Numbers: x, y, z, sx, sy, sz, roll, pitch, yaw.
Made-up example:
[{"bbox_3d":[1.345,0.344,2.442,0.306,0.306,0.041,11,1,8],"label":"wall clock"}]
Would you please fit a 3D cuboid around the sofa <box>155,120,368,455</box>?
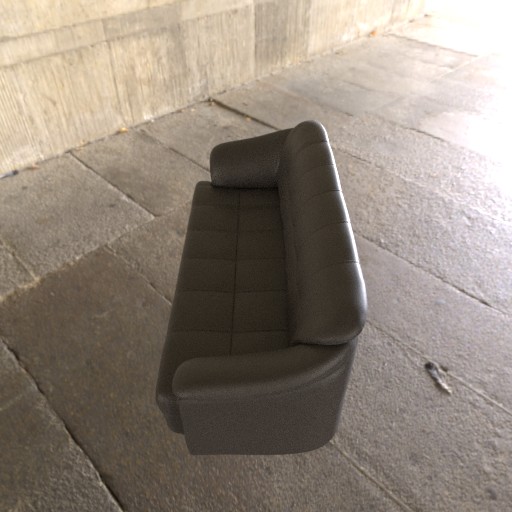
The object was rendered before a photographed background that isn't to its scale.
[{"bbox_3d":[0.000,0.000,2.282,0.800,0.811,1.829,0,41,0],"label":"sofa"}]
